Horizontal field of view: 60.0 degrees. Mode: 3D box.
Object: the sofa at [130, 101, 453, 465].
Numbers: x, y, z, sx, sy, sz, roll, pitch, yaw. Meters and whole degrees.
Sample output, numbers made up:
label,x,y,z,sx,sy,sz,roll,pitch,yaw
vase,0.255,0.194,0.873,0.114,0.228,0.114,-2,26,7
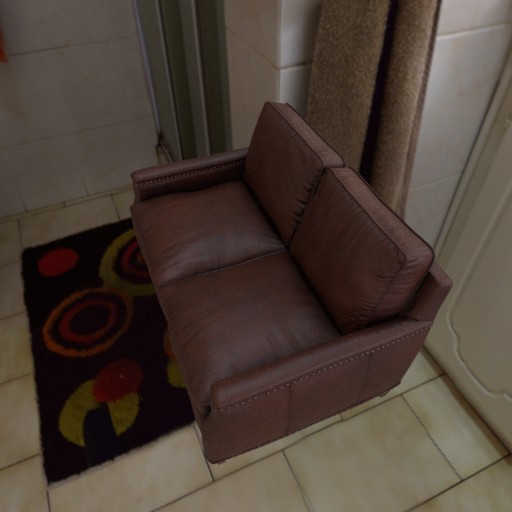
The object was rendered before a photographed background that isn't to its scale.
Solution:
label,x,y,z,sx,sy,sz,roll,pitch,yaw
sofa,0.000,0.000,2.319,1.083,1.003,1.628,-16,48,-15
